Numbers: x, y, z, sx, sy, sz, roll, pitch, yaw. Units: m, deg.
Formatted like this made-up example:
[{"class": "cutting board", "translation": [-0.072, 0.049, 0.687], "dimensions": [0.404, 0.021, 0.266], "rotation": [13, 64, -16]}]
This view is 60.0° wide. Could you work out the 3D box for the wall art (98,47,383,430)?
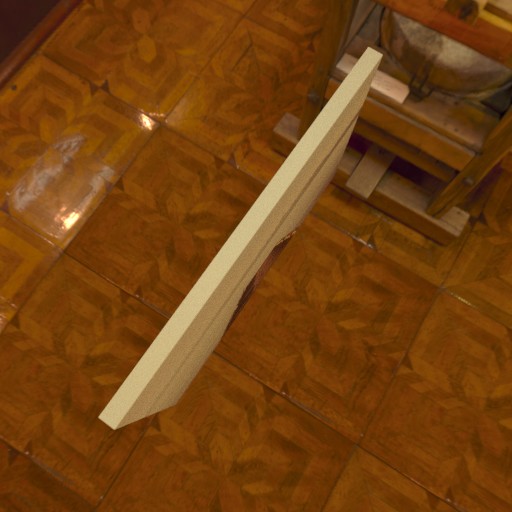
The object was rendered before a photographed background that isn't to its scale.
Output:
[{"class": "wall art", "translation": [0.000, 0.000, 1.152], "dimensions": [0.037, 0.609, 0.916], "rotation": [33, 78, 8]}]
